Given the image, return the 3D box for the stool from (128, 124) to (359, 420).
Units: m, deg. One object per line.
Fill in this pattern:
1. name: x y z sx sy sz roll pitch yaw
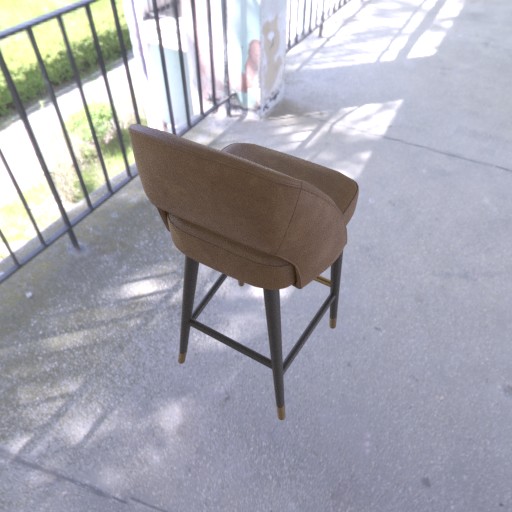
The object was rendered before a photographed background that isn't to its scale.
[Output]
1. stool: 0.000 0.000 1.327 0.494 1.037 0.509 23 51 20
